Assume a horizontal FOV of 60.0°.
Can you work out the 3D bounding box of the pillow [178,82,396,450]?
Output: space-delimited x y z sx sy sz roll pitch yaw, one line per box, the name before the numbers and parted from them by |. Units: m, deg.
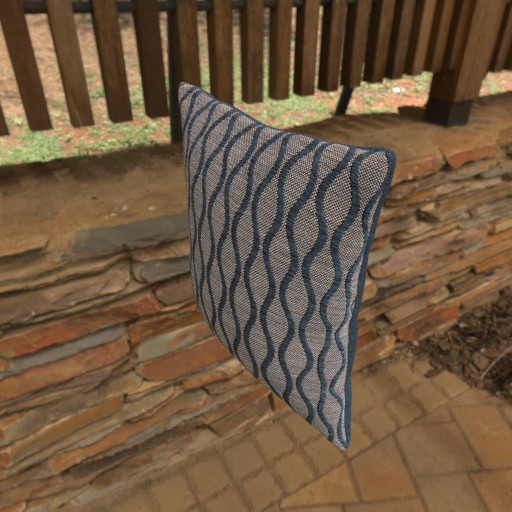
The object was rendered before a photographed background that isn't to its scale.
pillow | 0.000 0.000 0.662 0.159 0.435 0.435 -21 38 -29
